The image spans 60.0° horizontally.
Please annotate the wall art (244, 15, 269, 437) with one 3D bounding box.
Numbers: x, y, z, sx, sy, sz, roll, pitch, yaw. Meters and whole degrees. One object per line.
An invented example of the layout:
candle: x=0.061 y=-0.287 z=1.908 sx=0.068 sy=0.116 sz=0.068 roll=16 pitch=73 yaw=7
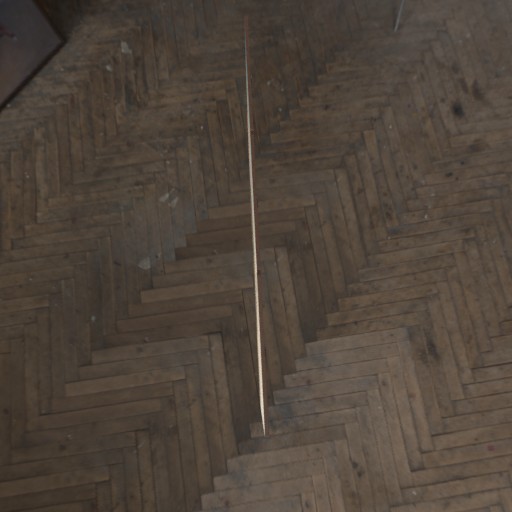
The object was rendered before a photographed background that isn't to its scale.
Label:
wall art: x=0.000 y=0.000 z=2.267 sx=0.019 sy=1.532 sz=1.533 roll=-3 pitch=75 yaw=-1
